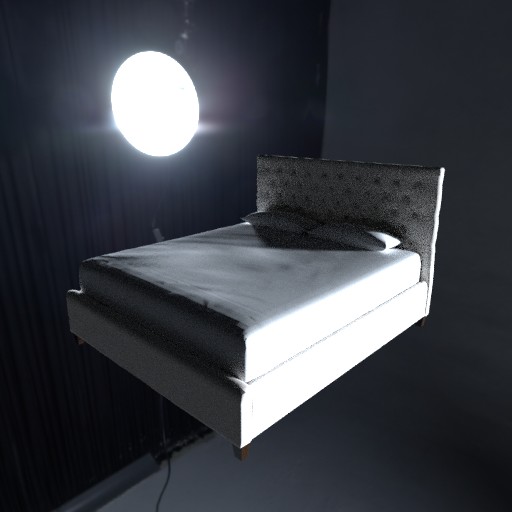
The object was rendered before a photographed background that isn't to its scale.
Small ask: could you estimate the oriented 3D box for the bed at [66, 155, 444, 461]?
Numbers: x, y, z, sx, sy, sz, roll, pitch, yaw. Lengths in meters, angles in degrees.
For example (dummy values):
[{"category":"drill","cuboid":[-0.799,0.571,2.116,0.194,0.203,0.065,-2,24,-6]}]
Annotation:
[{"category":"bed","cuboid":[0.000,0.000,3.683,2.078,1.427,2.387,16,23,41]}]
